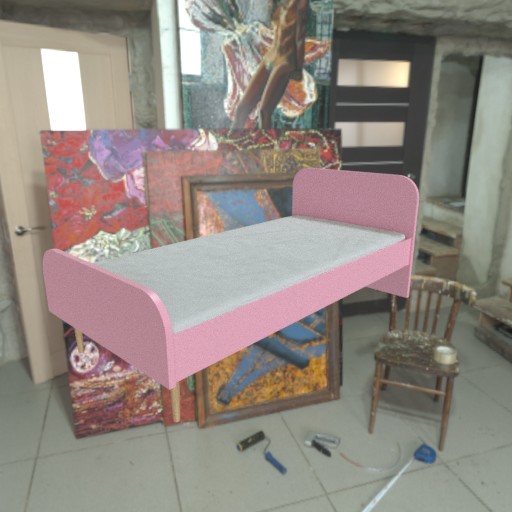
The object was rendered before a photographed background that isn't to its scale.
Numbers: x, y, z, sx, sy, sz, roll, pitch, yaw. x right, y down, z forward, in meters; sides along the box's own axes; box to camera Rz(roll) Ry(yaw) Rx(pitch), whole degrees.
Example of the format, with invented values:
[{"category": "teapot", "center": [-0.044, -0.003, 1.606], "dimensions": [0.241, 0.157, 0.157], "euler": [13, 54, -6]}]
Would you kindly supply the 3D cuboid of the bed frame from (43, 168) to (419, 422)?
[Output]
[{"category": "bed frame", "center": [0.000, 0.000, 2.525], "dimensions": [0.998, 0.805, 1.963], "euler": [15, 22, 41]}]
